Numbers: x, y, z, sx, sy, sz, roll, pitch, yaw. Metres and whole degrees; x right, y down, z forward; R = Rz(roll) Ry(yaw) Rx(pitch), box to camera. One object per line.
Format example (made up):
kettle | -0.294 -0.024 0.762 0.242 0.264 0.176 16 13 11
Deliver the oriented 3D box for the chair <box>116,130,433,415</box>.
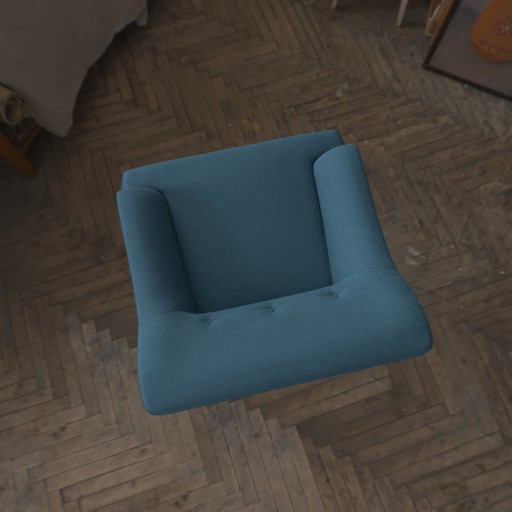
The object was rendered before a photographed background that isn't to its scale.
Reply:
chair | 0.000 0.000 1.675 0.946 0.818 0.951 -12 75 -3
